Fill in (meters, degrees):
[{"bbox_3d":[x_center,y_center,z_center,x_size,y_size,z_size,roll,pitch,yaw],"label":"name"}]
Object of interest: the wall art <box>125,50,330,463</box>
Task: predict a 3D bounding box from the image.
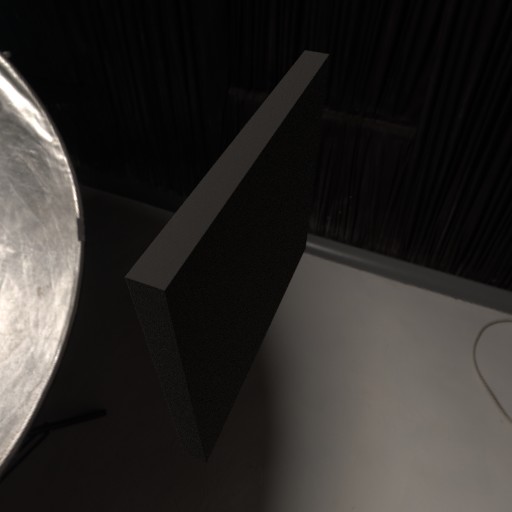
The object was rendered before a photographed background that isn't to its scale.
[{"bbox_3d":[0.000,0.000,0.527,0.031,0.330,0.381,17,50,15],"label":"wall art"}]
